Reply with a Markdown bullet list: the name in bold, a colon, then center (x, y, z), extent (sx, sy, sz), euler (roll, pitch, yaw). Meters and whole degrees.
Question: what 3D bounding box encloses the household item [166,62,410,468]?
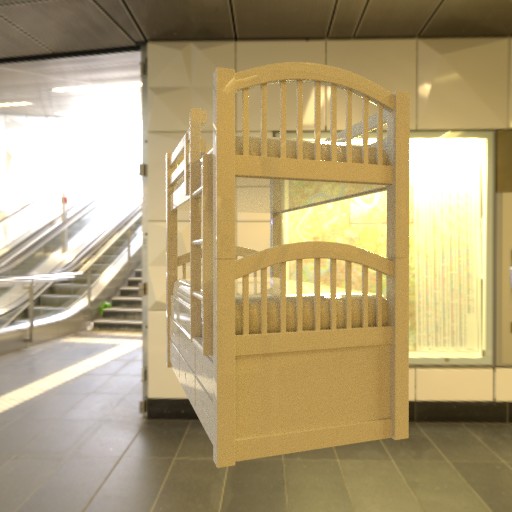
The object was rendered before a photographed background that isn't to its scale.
- **household item**: center (0.000, 0.000, 3.267), extent (1.143, 2.032, 2.032), euler (0, 1, -18)
